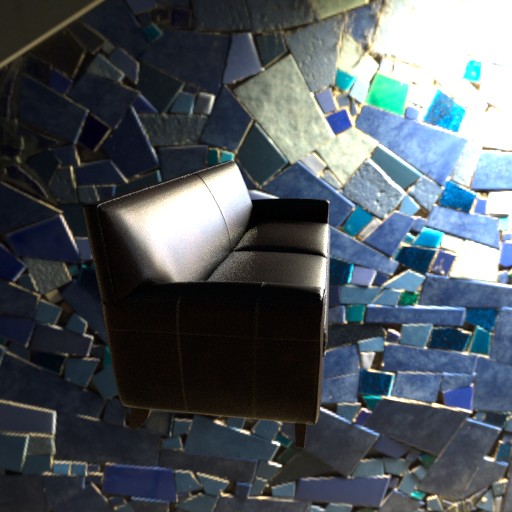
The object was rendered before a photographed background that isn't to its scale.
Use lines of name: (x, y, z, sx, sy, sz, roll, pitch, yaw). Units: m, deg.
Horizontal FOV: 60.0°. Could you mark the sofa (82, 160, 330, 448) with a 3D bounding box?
sofa: (0.000, 0.000, 2.385, 0.786, 0.871, 1.995, 3, 16, 9)
